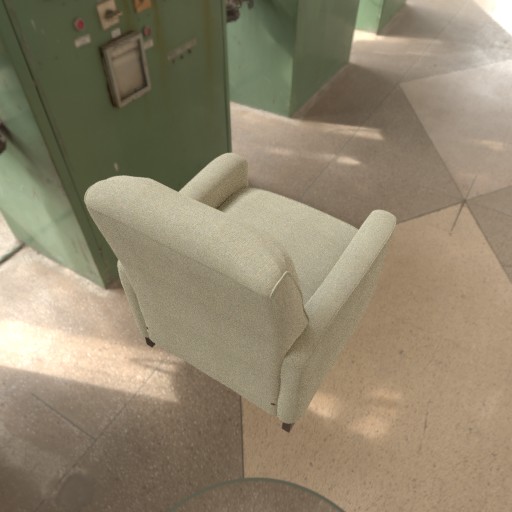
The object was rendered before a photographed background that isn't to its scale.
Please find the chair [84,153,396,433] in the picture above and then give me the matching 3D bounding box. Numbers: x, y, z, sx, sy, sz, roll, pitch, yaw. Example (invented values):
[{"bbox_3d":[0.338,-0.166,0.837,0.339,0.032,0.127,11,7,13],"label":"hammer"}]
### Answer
[{"bbox_3d":[0.000,0.000,1.705,0.850,1.006,0.853,25,52,21],"label":"chair"}]
